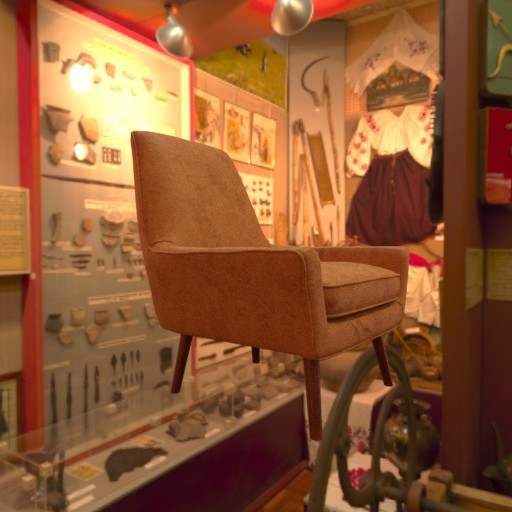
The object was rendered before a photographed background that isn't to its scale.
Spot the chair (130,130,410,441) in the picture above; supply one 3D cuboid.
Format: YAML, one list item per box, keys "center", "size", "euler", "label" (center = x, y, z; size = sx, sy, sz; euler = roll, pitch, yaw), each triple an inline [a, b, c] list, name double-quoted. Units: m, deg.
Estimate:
- center: [0.000, 0.000, 1.514]
  size: [0.851, 0.883, 0.753]
  euler: [1, 2, 36]
  label: "chair"
